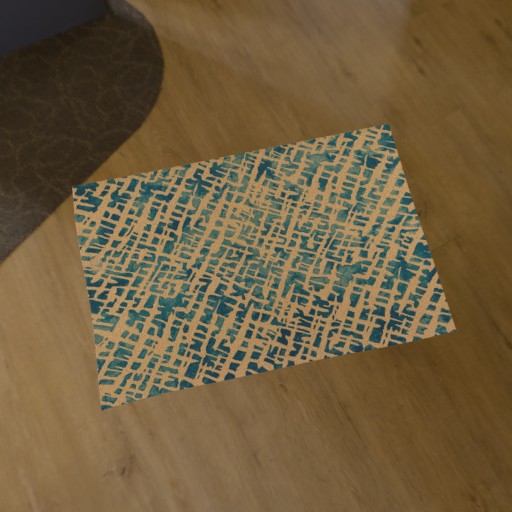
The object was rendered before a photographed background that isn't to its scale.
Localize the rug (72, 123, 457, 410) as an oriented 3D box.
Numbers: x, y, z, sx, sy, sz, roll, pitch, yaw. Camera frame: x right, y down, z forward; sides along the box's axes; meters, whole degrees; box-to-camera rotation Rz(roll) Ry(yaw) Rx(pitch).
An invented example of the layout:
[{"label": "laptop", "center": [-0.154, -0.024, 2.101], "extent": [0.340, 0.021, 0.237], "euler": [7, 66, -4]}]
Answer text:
[{"label": "rug", "center": [0.000, 0.000, 2.359], "extent": [1.830, 0.011, 1.209], "euler": [-12, 76, -3]}]
